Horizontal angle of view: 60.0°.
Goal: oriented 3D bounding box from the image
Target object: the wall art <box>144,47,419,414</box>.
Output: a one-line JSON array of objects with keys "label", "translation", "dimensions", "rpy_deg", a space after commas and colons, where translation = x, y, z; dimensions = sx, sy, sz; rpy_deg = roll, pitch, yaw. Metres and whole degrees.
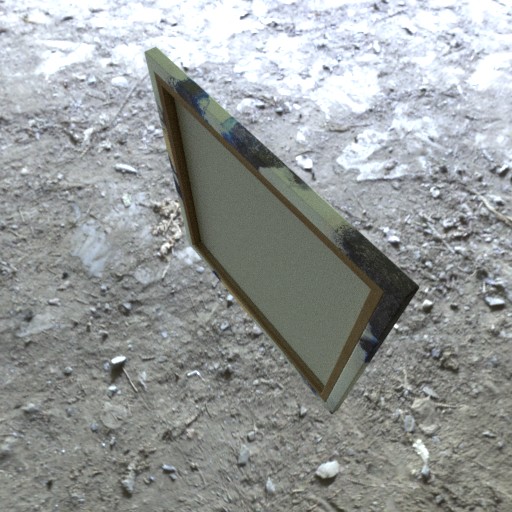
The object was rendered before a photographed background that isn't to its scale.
[{"label": "wall art", "translation": [0.000, 0.000, 1.325], "dimensions": [0.038, 0.885, 0.887], "rpy_deg": [-33, 64, -19]}]
